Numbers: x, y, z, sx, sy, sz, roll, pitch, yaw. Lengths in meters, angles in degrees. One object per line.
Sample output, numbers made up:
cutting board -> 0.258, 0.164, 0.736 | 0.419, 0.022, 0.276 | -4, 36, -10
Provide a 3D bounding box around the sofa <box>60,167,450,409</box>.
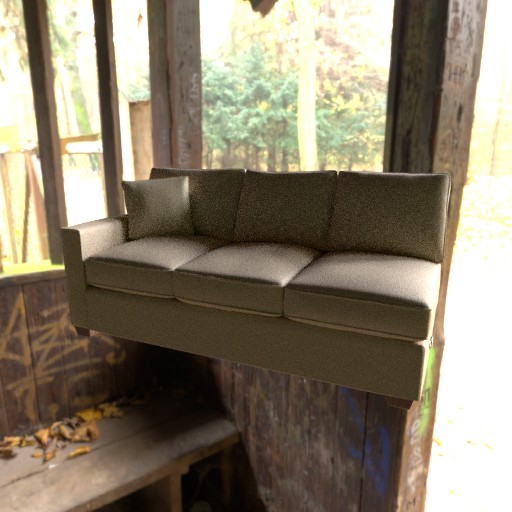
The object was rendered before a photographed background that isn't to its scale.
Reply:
sofa -> 0.000, 0.000, 2.526 | 1.962, 0.946, 1.034 | 6, 15, 24
